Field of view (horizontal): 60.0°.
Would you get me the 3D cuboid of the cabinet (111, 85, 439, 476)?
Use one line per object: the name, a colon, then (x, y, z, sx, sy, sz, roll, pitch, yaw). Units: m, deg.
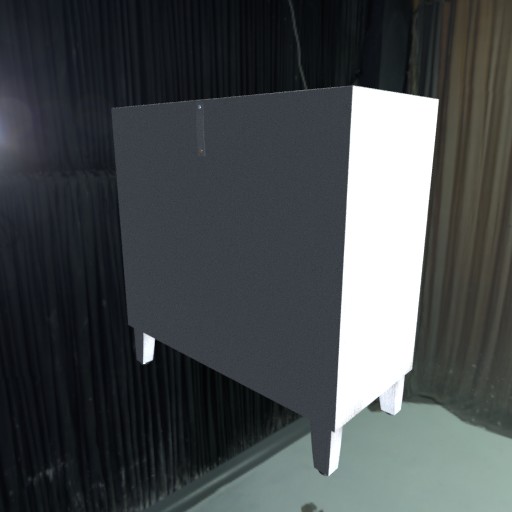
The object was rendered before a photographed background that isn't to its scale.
cabinet: (0.000, 0.000, 1.213, 0.781, 0.787, 0.370, 14, 20, 42)
